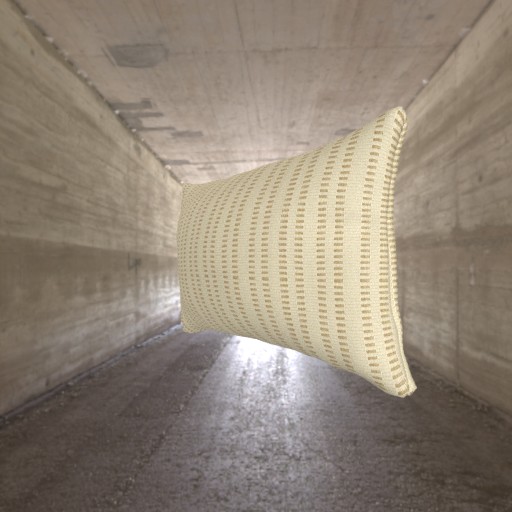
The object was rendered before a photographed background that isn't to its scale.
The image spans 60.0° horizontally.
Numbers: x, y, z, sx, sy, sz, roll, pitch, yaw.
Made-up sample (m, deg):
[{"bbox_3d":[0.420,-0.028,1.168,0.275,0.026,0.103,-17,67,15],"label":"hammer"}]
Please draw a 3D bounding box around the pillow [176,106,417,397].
[{"bbox_3d":[0.000,0.000,0.790,0.210,0.353,0.640,1,-1,-34],"label":"pillow"}]
